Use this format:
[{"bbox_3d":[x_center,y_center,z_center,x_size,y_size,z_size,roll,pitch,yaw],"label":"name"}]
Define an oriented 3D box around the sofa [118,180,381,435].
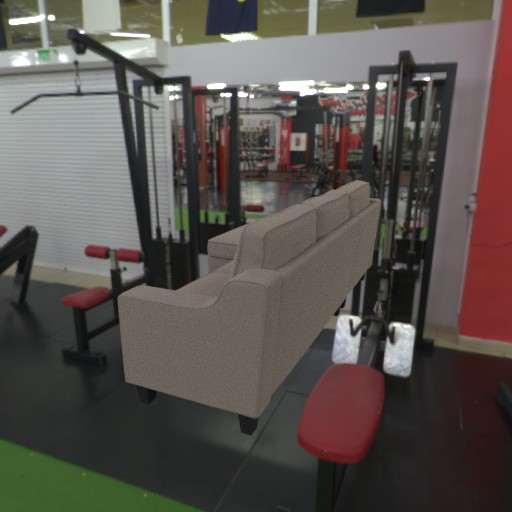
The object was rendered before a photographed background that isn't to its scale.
[{"bbox_3d":[0.000,0.000,3.153,1.294,0.928,2.561,7,17,24],"label":"sofa"}]
